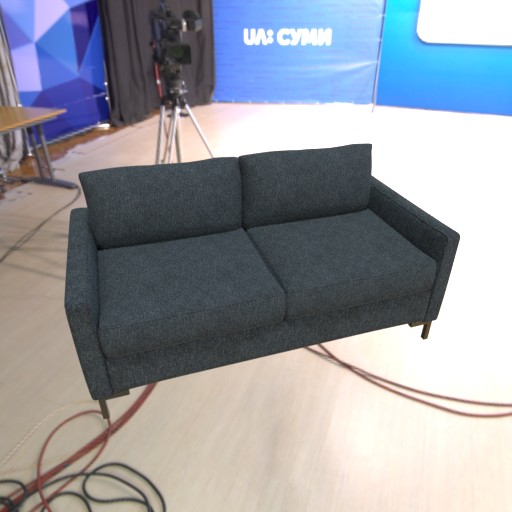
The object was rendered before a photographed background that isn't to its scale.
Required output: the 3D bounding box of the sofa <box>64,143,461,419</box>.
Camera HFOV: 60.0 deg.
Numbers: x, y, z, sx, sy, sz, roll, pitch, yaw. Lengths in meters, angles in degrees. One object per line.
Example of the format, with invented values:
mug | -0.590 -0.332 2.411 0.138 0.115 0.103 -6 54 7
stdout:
sofa | 0.000 0.000 2.207 1.716 0.862 0.866 -10 33 -15
